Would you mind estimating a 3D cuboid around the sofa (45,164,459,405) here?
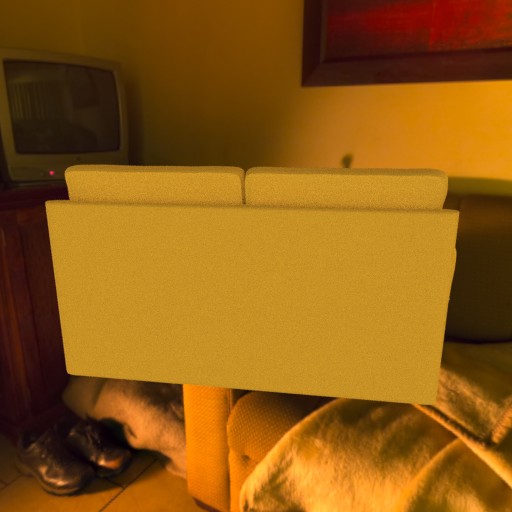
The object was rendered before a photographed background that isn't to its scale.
[{"bbox_3d":[0.000,0.000,2.260,1.727,0.940,0.991,2,16,8],"label":"sofa"}]
